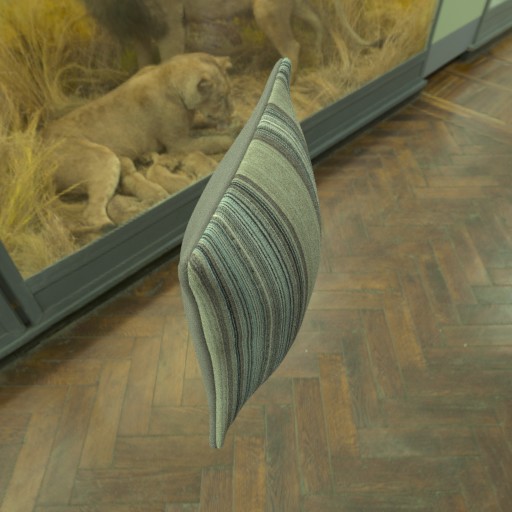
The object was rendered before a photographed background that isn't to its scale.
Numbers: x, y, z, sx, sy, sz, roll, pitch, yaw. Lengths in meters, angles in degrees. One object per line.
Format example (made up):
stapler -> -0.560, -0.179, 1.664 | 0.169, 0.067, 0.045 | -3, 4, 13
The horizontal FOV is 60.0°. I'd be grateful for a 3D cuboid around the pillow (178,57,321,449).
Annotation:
pillow -> 0.000, 0.000, 0.661 | 0.189, 0.416, 0.435 | 10, 47, 9
